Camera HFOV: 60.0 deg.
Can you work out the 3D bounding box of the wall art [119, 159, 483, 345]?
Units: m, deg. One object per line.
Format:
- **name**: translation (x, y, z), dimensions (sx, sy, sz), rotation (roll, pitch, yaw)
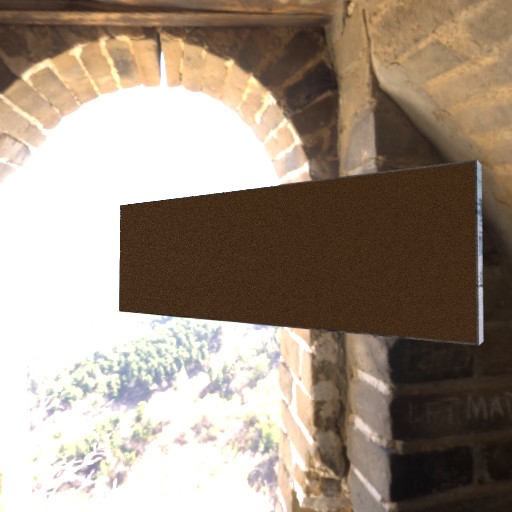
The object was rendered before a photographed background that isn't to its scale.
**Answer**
- **wall art**: translation (0.000, 0.000, 0.831), dimensions (0.759, 0.251, 0.037), rotation (-1, -2, 35)
